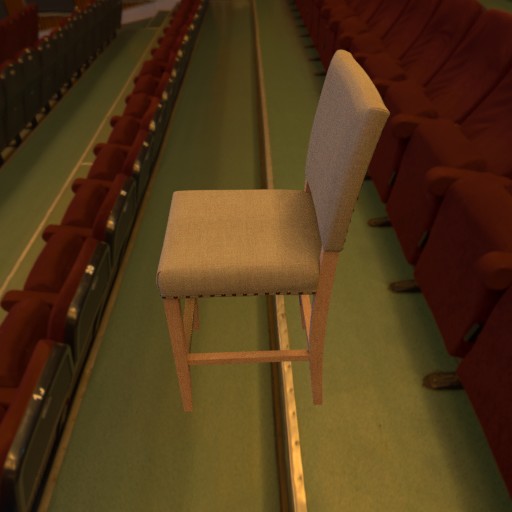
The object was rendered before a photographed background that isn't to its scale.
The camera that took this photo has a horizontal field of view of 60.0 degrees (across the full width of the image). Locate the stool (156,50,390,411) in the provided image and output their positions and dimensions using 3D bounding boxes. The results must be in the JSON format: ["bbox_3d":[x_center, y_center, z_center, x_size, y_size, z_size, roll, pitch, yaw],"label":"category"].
[{"bbox_3d":[0.000,0.000,1.479,0.585,1.173,0.445,-1,40,-1],"label":"stool"}]
